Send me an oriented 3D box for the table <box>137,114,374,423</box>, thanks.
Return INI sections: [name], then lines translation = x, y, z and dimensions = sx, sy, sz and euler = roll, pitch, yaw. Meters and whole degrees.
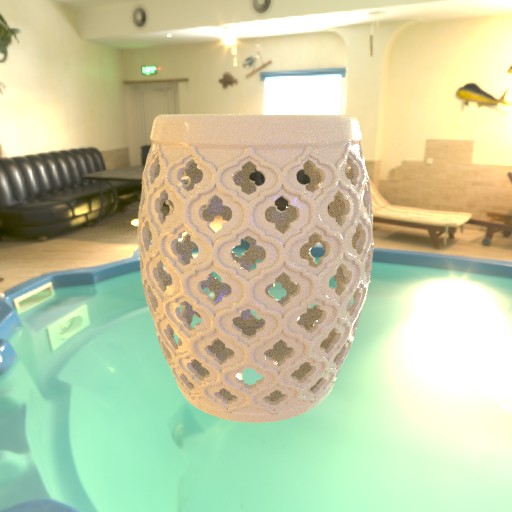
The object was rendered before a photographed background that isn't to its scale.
[table]
translation = 0.000, 0.000, 0.638
dimensions = 0.325, 0.388, 0.325
euler = 0, 18, 0
